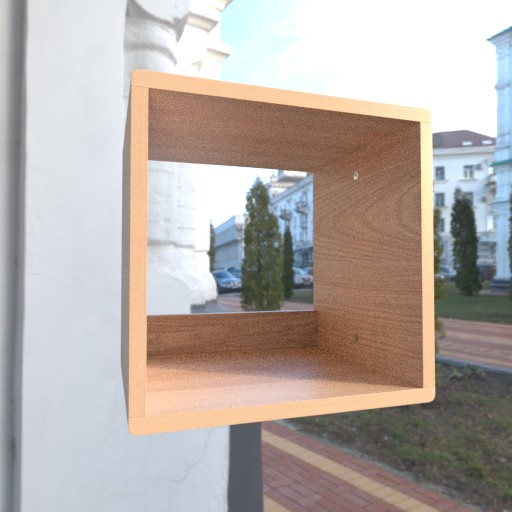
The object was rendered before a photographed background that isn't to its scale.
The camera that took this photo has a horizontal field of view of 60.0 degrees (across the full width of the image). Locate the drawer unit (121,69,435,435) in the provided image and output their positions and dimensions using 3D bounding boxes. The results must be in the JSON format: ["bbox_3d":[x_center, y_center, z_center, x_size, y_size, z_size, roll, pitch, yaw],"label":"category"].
[{"bbox_3d":[0.000,0.000,0.605,0.344,0.344,0.290,1,-2,-18],"label":"drawer unit"}]
